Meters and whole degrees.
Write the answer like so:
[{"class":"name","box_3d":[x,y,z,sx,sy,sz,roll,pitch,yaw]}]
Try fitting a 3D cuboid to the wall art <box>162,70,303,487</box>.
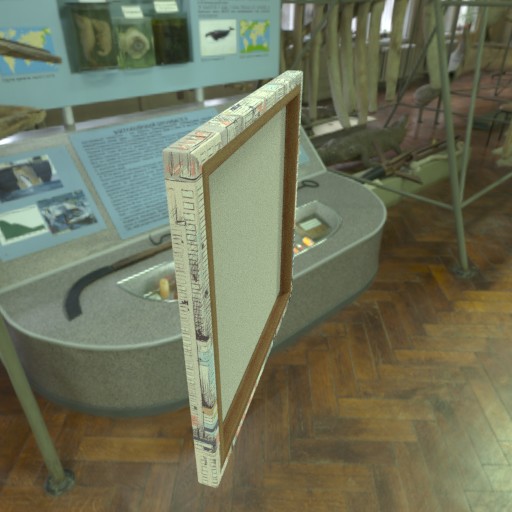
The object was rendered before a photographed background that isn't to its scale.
[{"class":"wall art","box_3d":[0.000,0.000,1.108,0.048,0.762,0.761,9,32,14]}]
